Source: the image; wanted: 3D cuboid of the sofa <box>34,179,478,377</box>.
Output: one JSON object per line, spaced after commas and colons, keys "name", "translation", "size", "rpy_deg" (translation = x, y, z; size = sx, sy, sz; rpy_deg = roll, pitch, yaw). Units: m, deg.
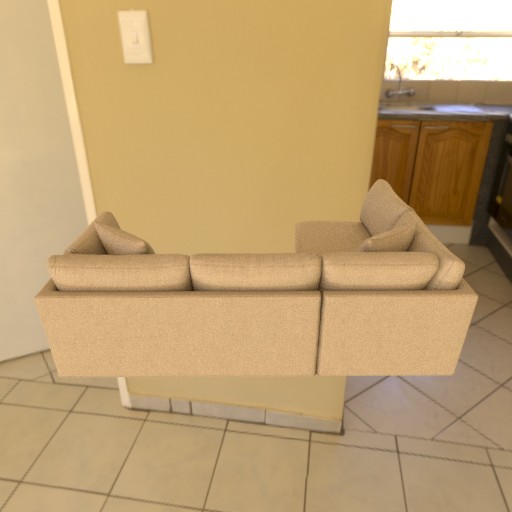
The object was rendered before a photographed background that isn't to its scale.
{"name": "sofa", "translation": [0.000, 0.000, 3.843], "size": [2.896, 0.978, 1.994], "rpy_deg": [0, 26, 0]}
